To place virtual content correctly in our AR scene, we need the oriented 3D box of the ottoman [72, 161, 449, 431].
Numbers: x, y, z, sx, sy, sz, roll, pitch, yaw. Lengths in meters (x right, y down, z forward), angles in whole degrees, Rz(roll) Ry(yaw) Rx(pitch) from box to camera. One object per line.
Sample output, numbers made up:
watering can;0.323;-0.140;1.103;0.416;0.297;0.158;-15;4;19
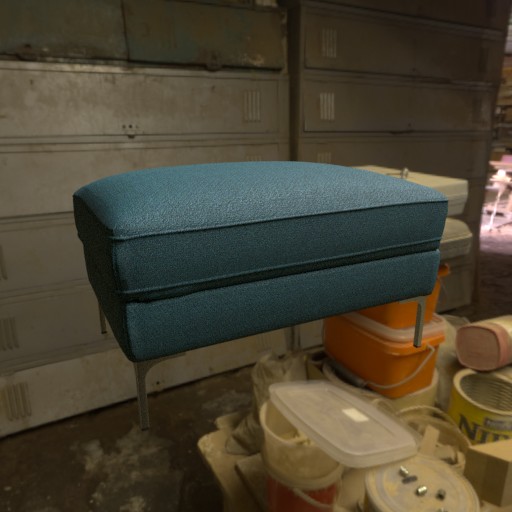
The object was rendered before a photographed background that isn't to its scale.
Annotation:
ottoman;0.000;0.000;1.203;0.856;0.498;0.563;-8;19;-26
